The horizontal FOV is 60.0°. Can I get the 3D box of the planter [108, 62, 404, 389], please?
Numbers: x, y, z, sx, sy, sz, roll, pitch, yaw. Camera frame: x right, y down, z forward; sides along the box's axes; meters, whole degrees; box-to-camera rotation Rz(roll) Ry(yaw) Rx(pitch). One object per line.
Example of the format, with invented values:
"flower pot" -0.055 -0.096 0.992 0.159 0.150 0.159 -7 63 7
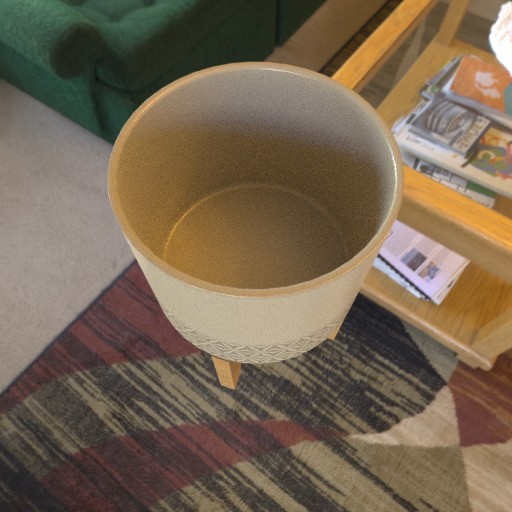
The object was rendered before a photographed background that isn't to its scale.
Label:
"planter" 0.000 0.000 0.526 0.249 0.343 0.249 0 62 0
